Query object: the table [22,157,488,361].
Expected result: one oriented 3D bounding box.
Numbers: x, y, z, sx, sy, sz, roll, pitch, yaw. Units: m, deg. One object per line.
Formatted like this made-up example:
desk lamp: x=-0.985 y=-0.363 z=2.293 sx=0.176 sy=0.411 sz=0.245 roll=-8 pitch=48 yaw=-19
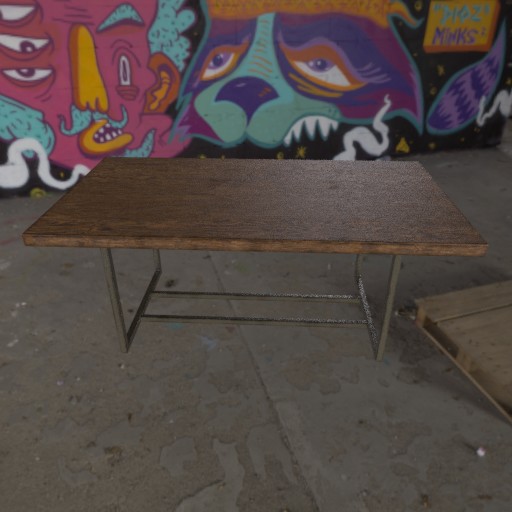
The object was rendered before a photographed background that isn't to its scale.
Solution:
table: x=0.000 y=0.000 z=2.545 sx=1.989 sy=0.795 sz=1.078 roll=1 pitch=30 yaw=2
